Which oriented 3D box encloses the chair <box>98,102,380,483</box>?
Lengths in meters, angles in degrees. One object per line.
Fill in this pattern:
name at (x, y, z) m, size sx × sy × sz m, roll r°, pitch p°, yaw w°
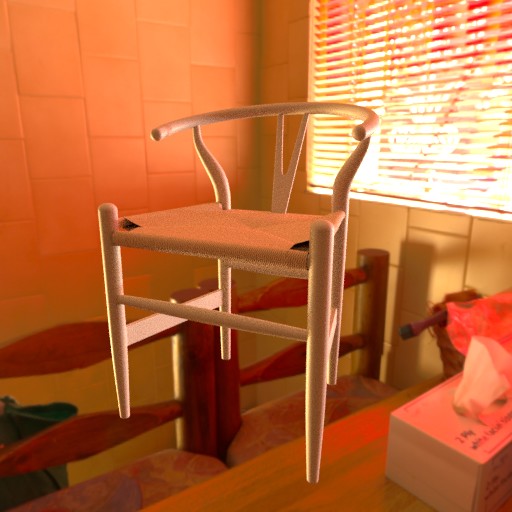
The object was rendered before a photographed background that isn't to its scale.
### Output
chair at (0.000, 0.000, 1.067) m, size 0.533 × 0.736 × 0.500 m, roll 7°, pitch 16°, yaw 25°
